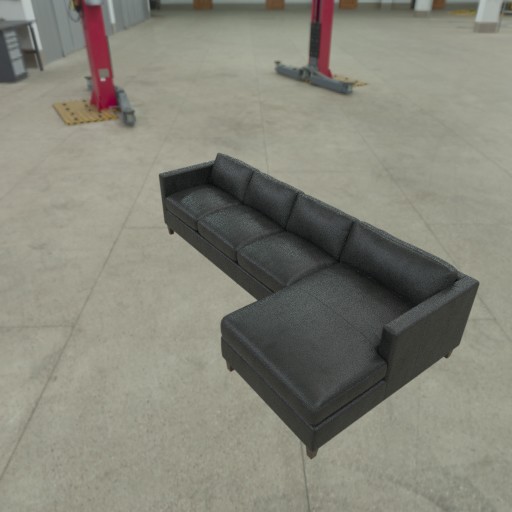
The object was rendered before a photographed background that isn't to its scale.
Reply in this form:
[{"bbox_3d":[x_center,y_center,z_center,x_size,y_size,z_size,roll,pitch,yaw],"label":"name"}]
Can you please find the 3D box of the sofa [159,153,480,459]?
[{"bbox_3d":[0.000,0.000,3.966,1.581,0.883,3.203,-22,38,-30],"label":"sofa"}]
